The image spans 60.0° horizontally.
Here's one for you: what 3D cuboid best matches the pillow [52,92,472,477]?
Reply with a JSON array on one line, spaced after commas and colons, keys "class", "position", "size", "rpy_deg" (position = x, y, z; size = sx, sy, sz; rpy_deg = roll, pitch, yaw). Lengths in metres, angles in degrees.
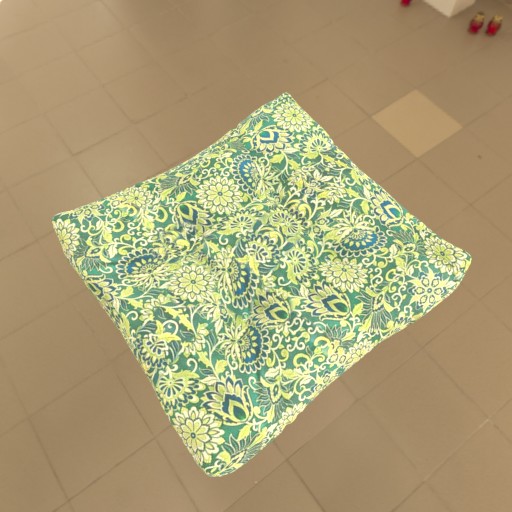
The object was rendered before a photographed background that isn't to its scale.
[{"class": "pillow", "position": [0.000, 0.000, 0.715], "size": [0.490, 0.128, 0.468], "rpy_deg": [-34, 68, -16]}]
